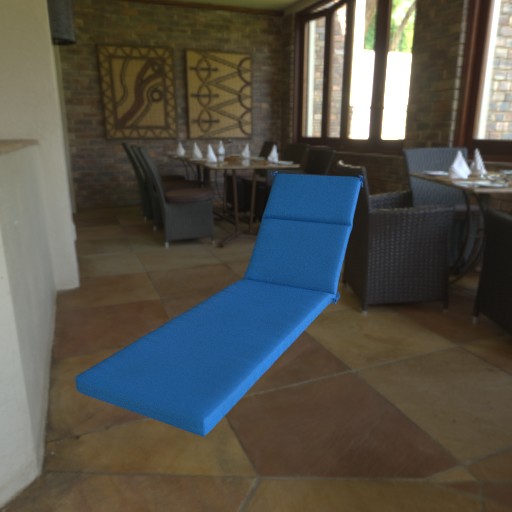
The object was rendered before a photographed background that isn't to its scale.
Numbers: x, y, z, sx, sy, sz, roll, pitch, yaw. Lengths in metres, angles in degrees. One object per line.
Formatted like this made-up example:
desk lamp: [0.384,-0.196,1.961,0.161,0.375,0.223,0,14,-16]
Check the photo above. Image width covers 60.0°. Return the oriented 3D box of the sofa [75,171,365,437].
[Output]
sofa: [0.000,0.000,1.995,0.582,0.622,1.663,8,17,26]
